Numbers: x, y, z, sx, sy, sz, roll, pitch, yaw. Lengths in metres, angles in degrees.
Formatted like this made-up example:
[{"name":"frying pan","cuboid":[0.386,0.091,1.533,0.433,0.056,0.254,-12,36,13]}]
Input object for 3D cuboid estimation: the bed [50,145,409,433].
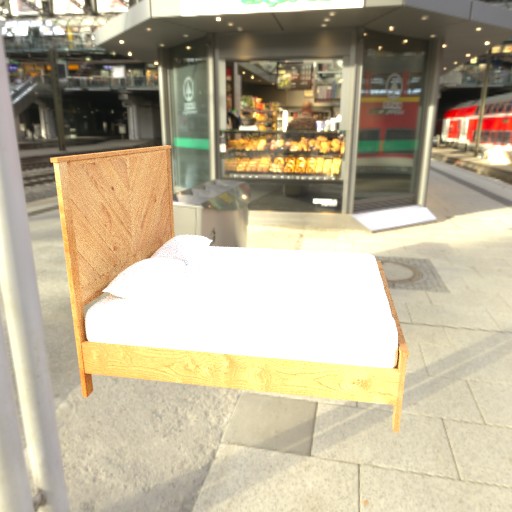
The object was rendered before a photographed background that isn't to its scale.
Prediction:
[{"name":"bed","cuboid":[0.000,0.000,3.666,2.201,1.686,1.936,3,16,10]}]
